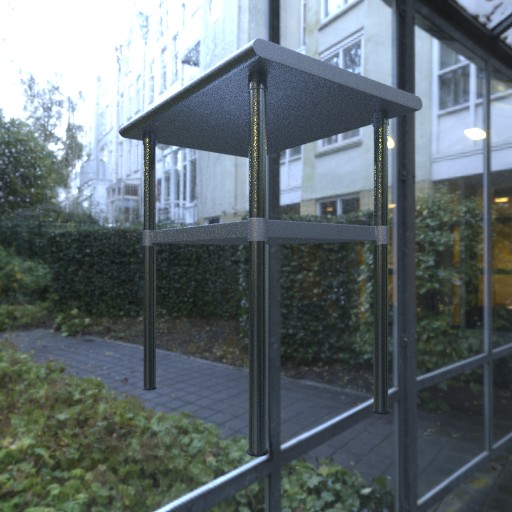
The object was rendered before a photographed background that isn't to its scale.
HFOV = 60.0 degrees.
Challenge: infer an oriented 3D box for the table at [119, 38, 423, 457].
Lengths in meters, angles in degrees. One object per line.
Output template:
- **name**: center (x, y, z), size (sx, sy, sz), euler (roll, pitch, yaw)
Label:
- **table**: center (0.000, 0.000, 1.359), size (0.584, 0.876, 0.762), euler (0, 0, -37)
